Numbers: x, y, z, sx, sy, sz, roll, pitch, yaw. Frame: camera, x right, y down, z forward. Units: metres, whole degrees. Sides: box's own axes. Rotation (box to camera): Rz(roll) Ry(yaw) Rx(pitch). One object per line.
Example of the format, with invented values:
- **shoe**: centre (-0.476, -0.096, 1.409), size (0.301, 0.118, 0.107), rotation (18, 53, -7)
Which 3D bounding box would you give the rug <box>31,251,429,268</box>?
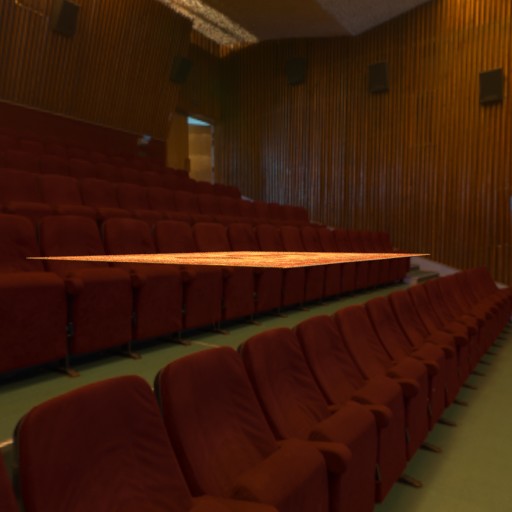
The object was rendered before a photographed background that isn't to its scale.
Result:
- **rug**: centre (0.000, 0.000, 4.194), size (2.460, 0.005, 3.067), rotation (1, 2, 34)
